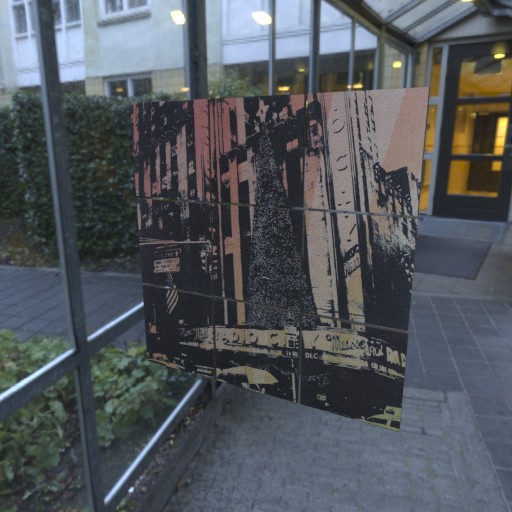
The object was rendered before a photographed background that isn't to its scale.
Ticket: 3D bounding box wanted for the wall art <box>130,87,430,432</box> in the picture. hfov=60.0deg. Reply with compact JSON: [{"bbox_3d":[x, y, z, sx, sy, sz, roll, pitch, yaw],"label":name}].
[{"bbox_3d":[0.000,0.000,1.787,1.216,1.216,0.013,7,16,27],"label":"wall art"}]
